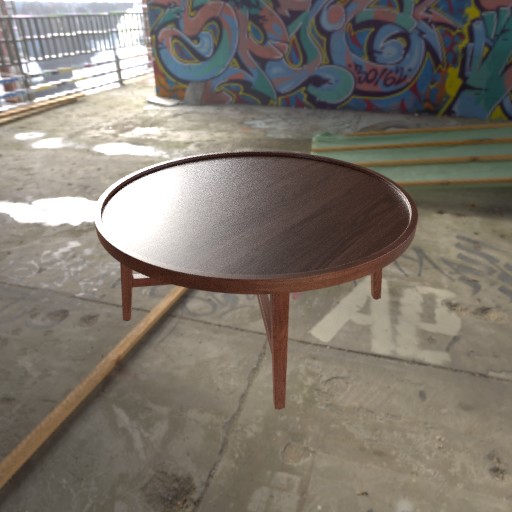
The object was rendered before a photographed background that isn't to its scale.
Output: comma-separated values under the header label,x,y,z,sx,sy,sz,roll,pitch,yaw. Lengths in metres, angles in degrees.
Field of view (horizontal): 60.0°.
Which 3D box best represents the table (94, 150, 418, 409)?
label,x,y,z,sx,sy,sz,roll,pitch,yaw
table,0.000,0.000,1.236,0.800,0.360,0.800,0,30,0
